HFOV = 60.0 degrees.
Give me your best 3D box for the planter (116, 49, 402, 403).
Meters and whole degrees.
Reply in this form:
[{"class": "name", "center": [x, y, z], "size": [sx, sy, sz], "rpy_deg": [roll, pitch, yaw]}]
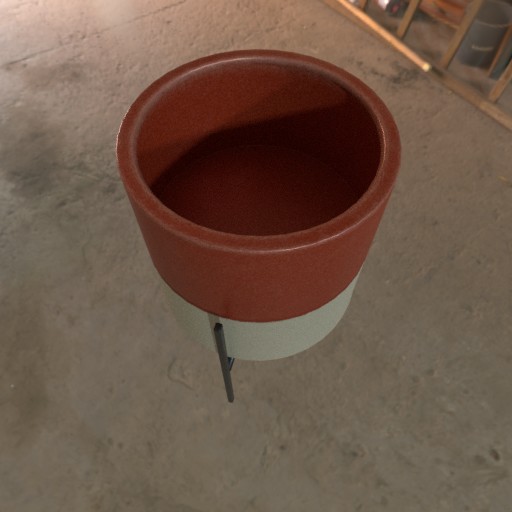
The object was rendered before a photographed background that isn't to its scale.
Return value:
[{"class": "planter", "center": [0.000, 0.000, 0.508], "size": [0.235, 0.354, 0.251], "rpy_deg": [14, 59, 9]}]
